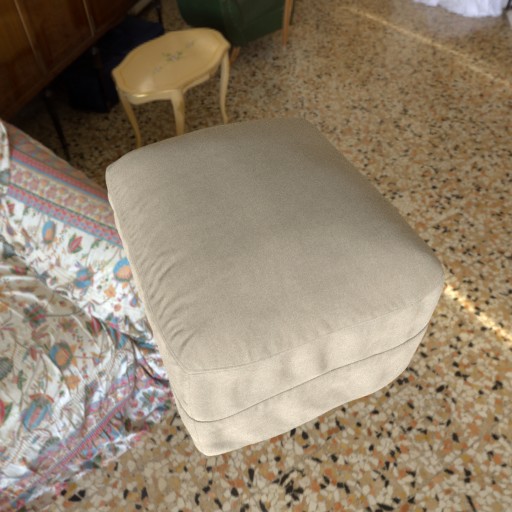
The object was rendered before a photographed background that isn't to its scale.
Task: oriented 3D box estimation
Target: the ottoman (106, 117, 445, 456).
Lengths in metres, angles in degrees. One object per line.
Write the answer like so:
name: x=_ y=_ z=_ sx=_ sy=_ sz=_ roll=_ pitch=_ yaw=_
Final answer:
ottoman: x=0.000 y=0.000 z=1.086 sx=0.584 sy=0.480 sz=0.712 roll=-18 pitch=50 yaw=-16
